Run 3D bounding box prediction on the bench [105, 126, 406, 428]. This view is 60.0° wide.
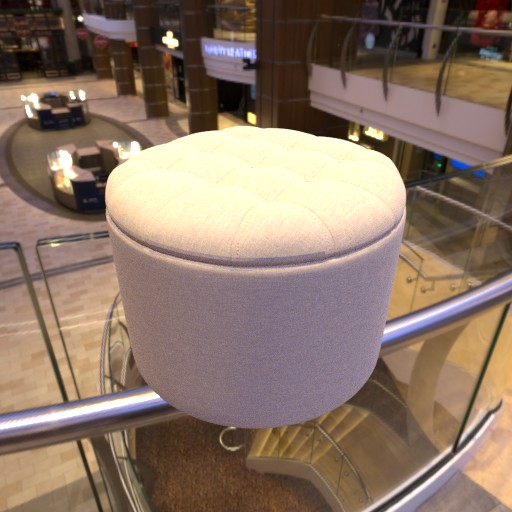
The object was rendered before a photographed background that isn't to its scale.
[{"bbox_3d":[0.000,0.000,0.995,0.600,0.454,0.600,0,31,0],"label":"bench"}]
